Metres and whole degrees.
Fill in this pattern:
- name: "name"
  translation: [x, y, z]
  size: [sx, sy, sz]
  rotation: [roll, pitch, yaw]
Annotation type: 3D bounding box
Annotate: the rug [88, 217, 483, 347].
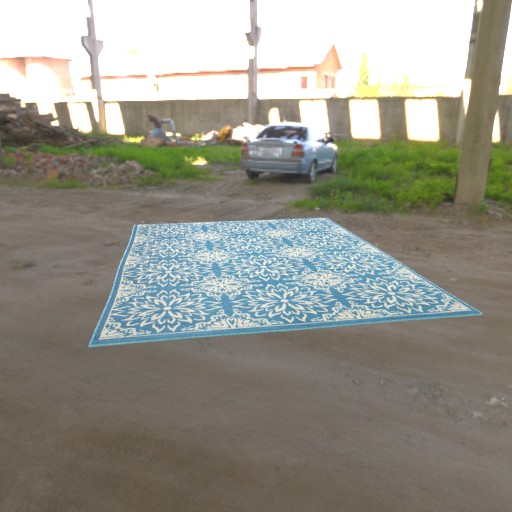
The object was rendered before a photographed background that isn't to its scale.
- name: "rug"
  translation: [0.000, 0.000, 3.960]
  size: [2.350, 0.018, 2.964]
  rotation: [-3, 17, -10]
